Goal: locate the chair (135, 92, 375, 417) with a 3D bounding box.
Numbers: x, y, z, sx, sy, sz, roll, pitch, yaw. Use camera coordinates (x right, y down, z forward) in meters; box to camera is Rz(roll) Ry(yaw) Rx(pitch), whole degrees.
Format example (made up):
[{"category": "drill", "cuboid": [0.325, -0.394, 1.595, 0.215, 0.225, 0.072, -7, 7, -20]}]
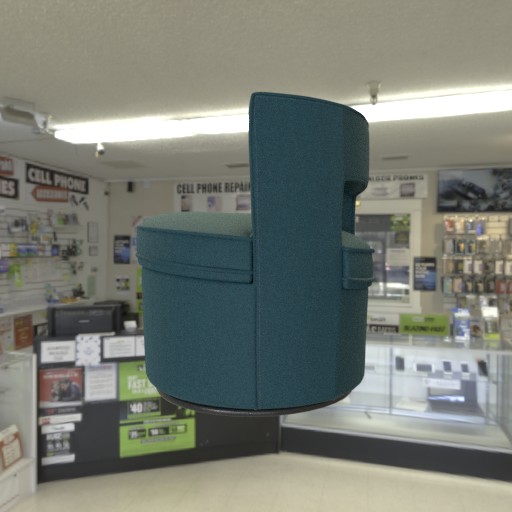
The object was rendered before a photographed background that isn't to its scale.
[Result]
[{"category": "chair", "cuboid": [0.000, 0.000, 1.267, 0.660, 0.711, 0.684, 0, 1, 17]}]
